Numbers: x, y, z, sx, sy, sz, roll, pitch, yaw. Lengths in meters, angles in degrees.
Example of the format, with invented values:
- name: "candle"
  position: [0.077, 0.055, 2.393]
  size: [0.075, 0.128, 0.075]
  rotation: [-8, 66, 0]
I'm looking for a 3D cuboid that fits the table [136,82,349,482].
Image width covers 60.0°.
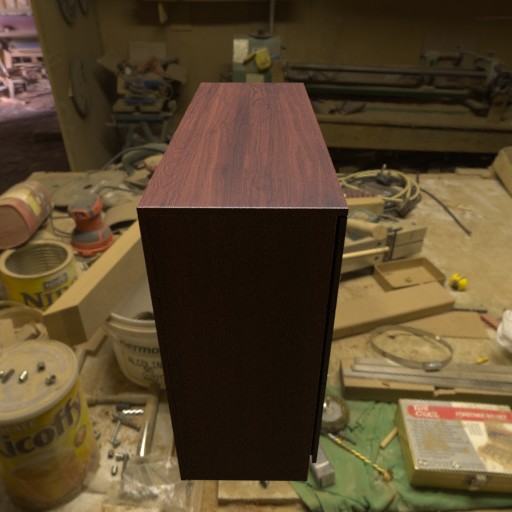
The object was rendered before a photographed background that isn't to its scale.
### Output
- name: "table"
  position: [0.000, 0.000, 1.321]
  size: [0.380, 0.790, 0.930]
  rotation: [0, 33, 0]
